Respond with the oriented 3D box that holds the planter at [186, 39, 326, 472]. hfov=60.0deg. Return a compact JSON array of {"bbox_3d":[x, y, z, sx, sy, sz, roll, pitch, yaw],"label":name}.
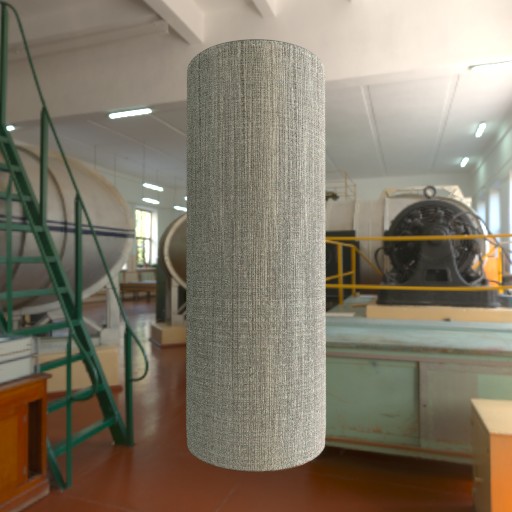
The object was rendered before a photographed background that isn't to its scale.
[{"bbox_3d":[0.000,0.000,0.323,0.100,0.270,0.100,1,-1,-36],"label":"planter"}]
